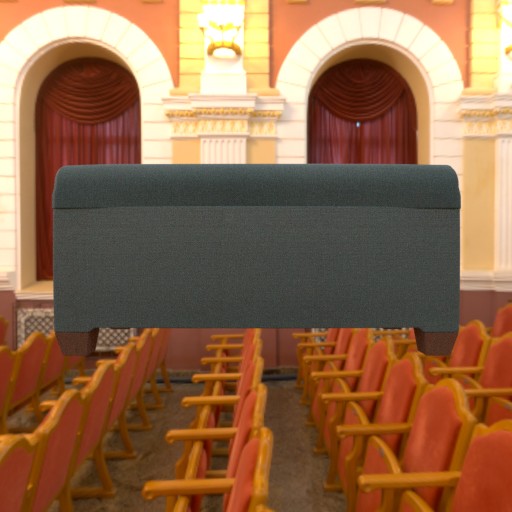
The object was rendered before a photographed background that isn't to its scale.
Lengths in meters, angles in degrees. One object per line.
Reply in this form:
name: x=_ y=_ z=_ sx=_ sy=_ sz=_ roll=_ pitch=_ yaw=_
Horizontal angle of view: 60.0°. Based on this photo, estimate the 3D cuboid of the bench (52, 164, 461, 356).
bench: x=0.000 y=0.000 z=1.265 sx=0.995 sy=0.474 sz=0.476 roll=0 pitch=1 yaw=0
